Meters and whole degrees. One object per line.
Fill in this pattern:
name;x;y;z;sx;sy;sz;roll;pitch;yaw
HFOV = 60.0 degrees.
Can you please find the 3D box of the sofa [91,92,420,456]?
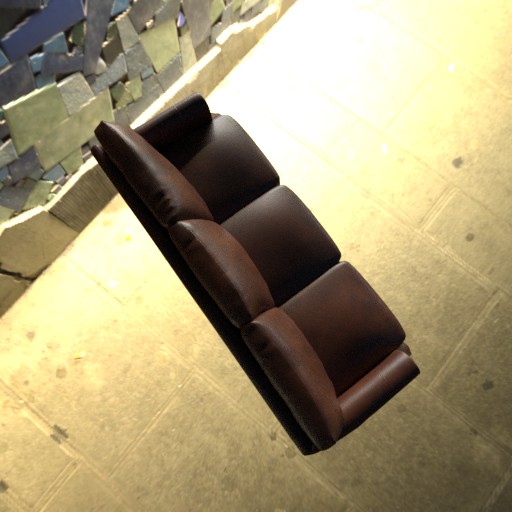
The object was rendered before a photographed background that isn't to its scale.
sofa;0.000;0.000;2.871;0.973;0.977;2.351;-35;78;-8
